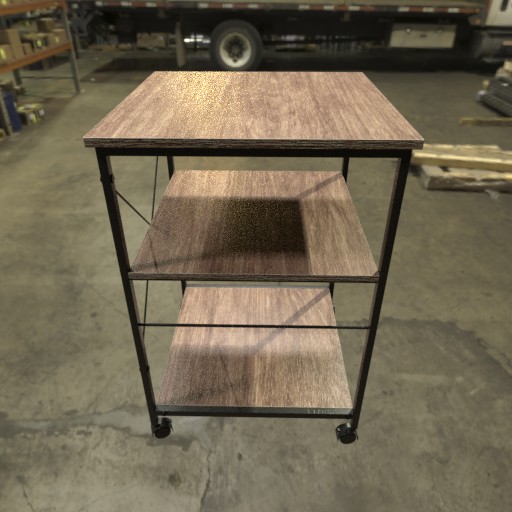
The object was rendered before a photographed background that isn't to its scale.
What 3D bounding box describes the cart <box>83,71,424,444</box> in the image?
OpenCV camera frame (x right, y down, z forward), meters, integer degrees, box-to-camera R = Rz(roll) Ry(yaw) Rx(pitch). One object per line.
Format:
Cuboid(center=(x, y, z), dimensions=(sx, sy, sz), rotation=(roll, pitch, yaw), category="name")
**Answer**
Cuboid(center=(0.000, 0.000, 1.098), dimensions=(0.520, 0.762, 0.521), rotation=(1, 33, 1), category="cart")
